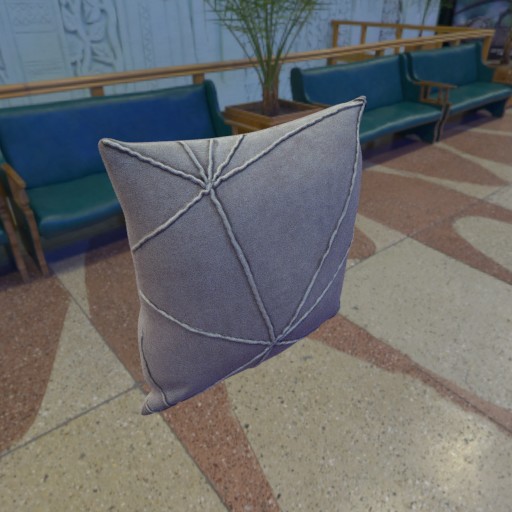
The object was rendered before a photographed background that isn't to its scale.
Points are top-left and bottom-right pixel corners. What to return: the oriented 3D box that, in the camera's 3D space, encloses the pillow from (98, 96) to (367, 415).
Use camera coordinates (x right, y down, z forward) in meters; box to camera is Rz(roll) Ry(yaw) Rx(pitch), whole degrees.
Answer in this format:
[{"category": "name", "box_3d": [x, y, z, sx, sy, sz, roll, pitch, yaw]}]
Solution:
[{"category": "pillow", "box_3d": [0.000, 0.000, 0.692, 0.439, 0.440, 0.185, -21, 37, -31]}]
